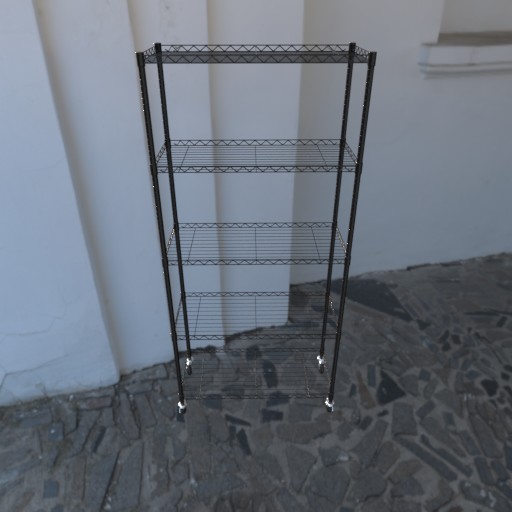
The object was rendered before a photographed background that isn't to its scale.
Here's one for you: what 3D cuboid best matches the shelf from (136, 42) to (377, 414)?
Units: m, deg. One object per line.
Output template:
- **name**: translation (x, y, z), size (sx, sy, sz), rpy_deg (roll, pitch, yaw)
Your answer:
- **shelf**: translation (0.000, 0.000, 1.919), size (0.762, 1.645, 0.356), rpy_deg (0, 30, -1)
